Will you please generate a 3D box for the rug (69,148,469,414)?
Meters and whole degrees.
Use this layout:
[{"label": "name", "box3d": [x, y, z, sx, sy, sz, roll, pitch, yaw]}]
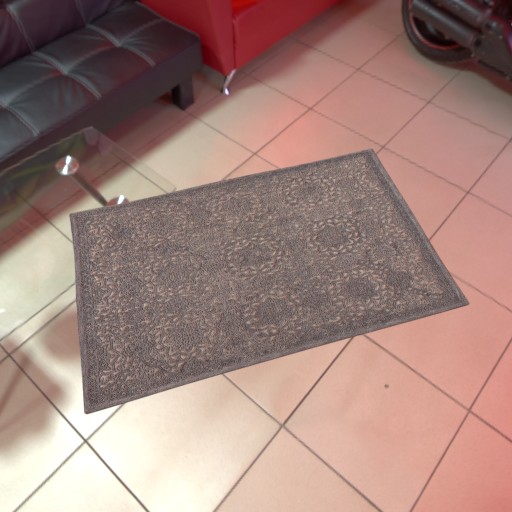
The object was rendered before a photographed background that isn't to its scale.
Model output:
[{"label": "rug", "box3d": [0.000, 0.000, 3.133, 2.498, 0.022, 1.535, -14, 58, -9]}]
